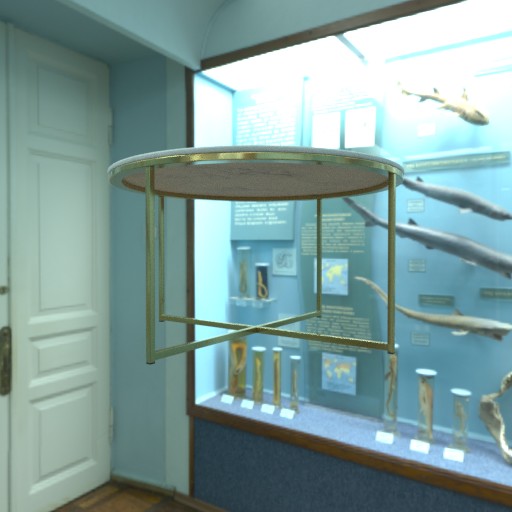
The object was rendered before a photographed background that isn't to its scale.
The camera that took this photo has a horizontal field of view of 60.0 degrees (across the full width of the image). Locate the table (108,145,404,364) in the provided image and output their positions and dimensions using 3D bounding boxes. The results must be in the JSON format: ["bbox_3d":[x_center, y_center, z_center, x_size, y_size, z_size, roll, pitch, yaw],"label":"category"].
[{"bbox_3d":[0.000,0.000,1.264,0.800,0.450,0.800,0,1,0],"label":"table"}]
